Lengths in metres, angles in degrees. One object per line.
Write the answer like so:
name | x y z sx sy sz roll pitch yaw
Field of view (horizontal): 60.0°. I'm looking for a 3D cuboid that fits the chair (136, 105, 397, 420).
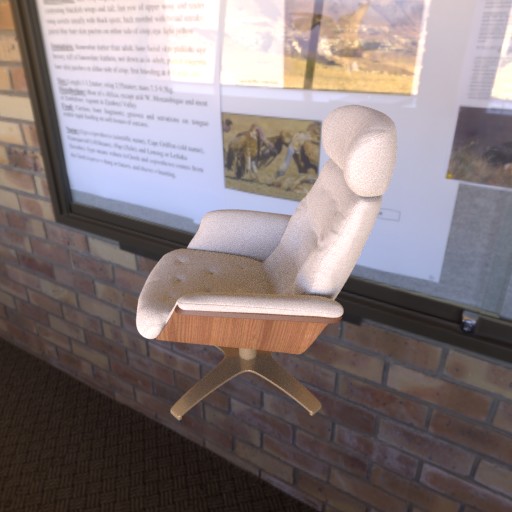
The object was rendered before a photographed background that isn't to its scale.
chair | 0.000 0.000 1.577 0.837 0.995 0.785 0 26 0
